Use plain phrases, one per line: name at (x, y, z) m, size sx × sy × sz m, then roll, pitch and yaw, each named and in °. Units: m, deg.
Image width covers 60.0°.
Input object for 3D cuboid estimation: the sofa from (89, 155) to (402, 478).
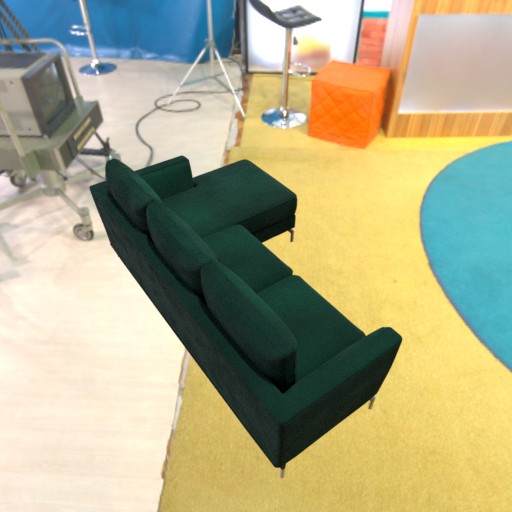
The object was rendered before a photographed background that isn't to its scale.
sofa at (0.000, 0.000, 3.221) m, size 1.489 × 1.007 × 2.441 m, roll -26°, pitch 48°, yaw -26°
